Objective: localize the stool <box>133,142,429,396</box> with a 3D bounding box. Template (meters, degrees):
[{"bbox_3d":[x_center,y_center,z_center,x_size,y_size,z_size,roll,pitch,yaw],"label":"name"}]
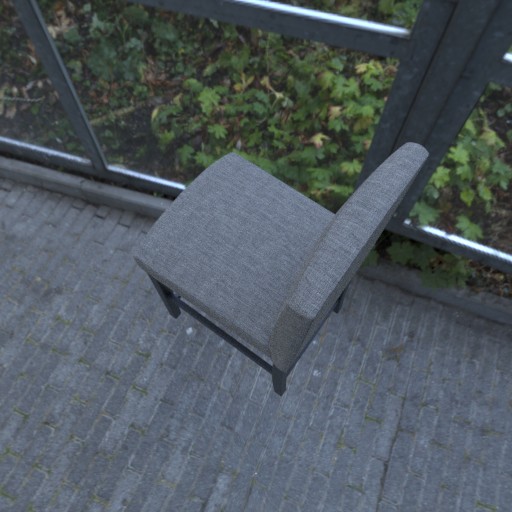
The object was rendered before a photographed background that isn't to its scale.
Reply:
[{"bbox_3d":[0.000,0.000,1.275,0.552,0.966,0.451,33,68,15],"label":"stool"}]
